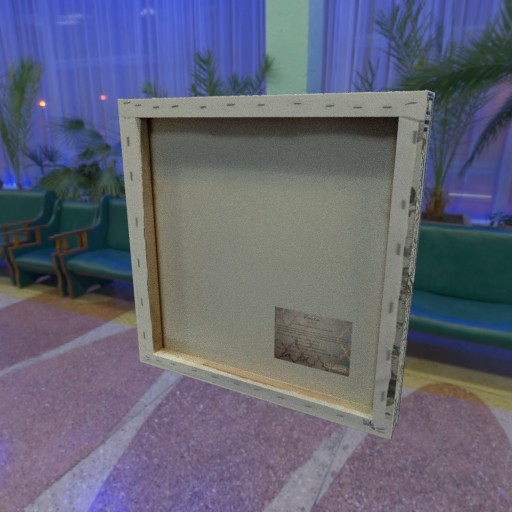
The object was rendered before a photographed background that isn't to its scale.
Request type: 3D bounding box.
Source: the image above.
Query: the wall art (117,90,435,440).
[{"bbox_3d":[0.000,0.000,0.449,0.302,0.306,0.038,9,19,26],"label":"wall art"}]
